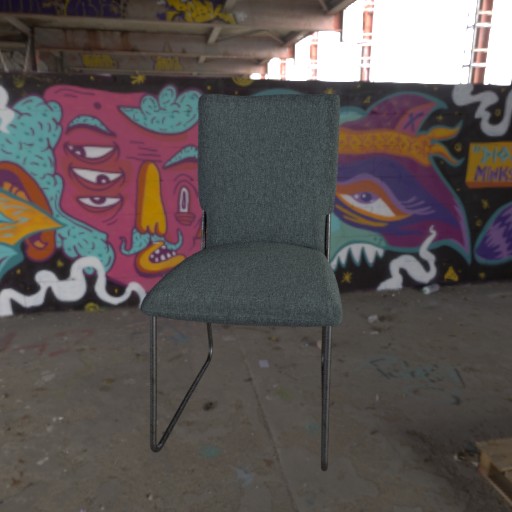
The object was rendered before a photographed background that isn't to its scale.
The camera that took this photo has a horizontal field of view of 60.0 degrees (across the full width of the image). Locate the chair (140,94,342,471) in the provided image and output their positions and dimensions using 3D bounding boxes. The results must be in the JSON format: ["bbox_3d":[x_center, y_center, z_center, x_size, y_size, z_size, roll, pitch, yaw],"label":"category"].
[{"bbox_3d":[0.000,0.000,1.274,0.480,0.931,0.635,2,15,9],"label":"chair"}]
